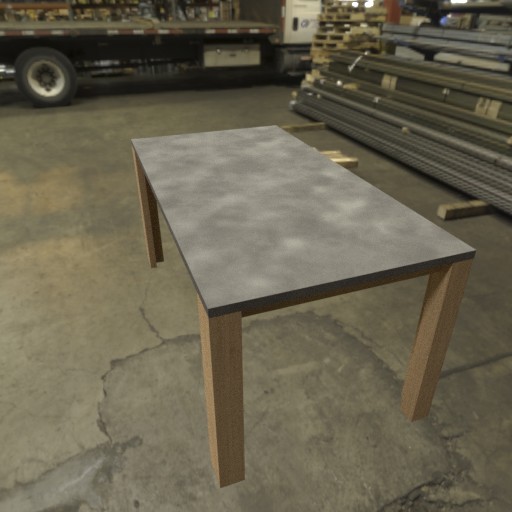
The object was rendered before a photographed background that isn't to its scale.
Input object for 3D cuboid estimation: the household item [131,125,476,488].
[{"bbox_3d":[0.000,0.000,2.071,0.850,0.755,1.600,-11,32,-17],"label":"household item"}]
